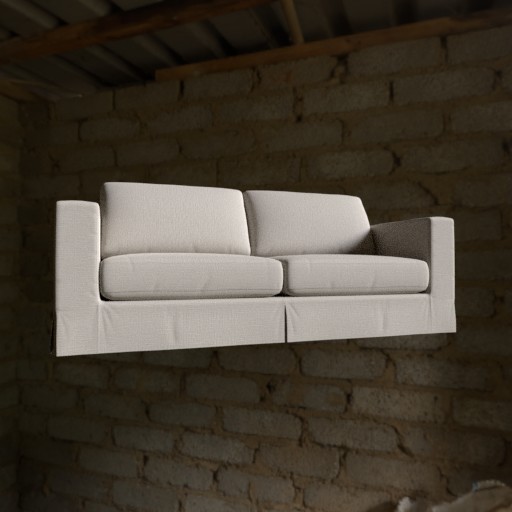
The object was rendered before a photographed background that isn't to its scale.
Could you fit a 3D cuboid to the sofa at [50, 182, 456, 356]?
[{"bbox_3d":[0.000,0.000,2.665,2.163,0.881,0.954,0,-1,-19],"label":"sofa"}]
